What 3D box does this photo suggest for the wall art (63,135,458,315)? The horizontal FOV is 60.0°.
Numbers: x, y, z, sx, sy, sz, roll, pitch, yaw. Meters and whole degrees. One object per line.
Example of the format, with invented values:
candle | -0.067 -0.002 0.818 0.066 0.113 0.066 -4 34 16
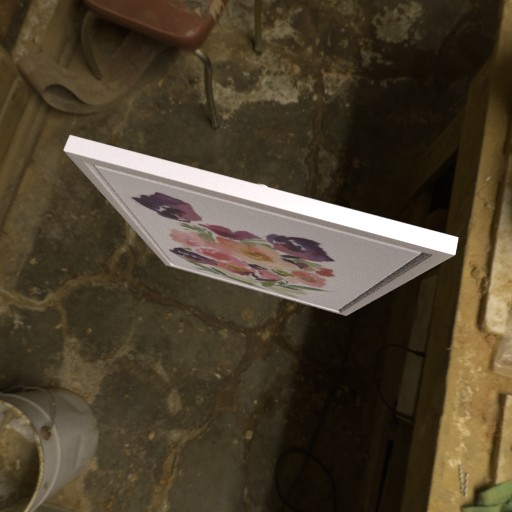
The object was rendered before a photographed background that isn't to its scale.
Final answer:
wall art | 0.000 0.000 1.392 0.805 1.056 0.042 15 77 4
